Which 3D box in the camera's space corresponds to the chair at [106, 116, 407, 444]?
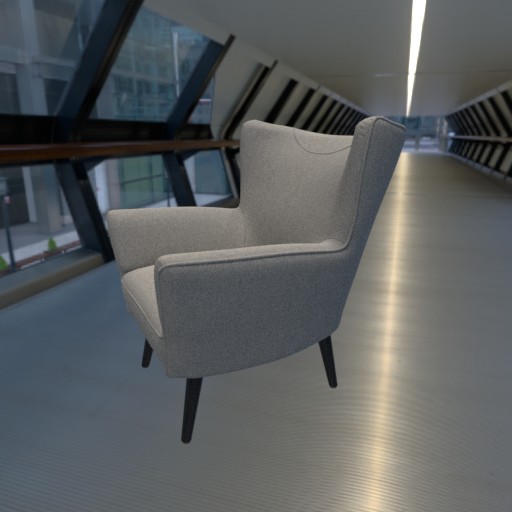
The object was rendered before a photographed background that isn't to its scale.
[{"bbox_3d":[0.000,0.000,1.566,0.888,0.933,0.781,-8,18,-26],"label":"chair"}]
